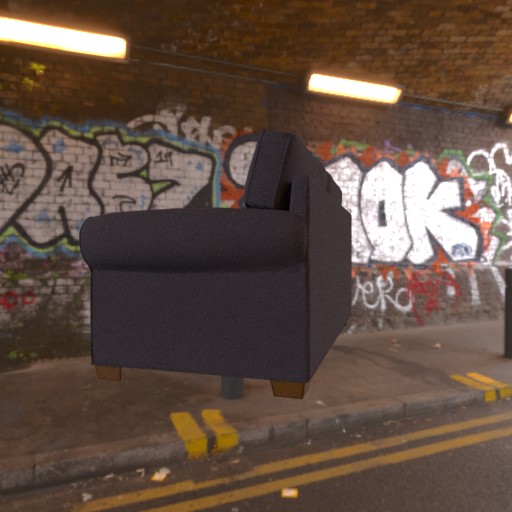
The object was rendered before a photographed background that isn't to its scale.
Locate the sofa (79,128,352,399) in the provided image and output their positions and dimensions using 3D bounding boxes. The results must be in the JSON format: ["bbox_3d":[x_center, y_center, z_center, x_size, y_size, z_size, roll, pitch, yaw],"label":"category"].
[{"bbox_3d":[0.000,0.000,2.591,0.951,1.031,2.009,0,1,17],"label":"sofa"}]
